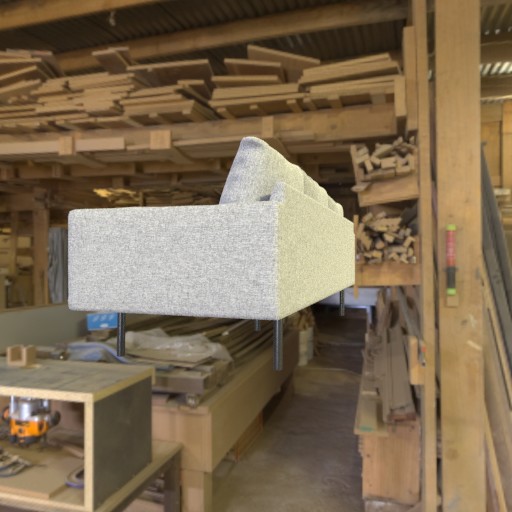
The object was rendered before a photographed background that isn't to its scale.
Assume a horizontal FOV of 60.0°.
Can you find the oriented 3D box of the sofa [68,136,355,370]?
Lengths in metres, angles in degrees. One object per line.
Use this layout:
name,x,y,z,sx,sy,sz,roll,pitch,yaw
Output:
sofa,0.000,0.000,2.467,0.850,0.830,2.000,0,0,19
